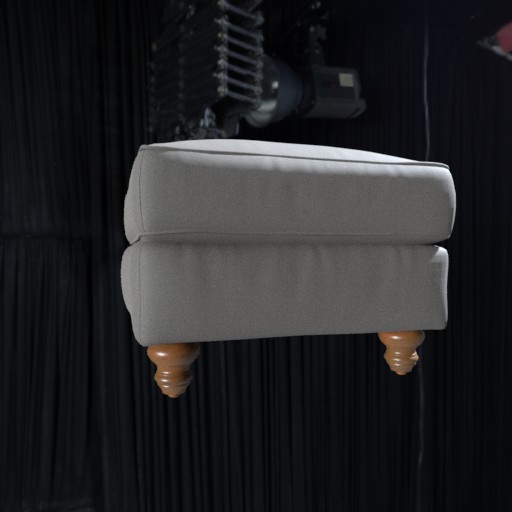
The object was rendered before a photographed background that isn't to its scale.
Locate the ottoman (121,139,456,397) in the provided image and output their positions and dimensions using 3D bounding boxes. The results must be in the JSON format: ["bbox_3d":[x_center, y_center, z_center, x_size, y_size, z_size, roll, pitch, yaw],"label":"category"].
[{"bbox_3d":[0.000,0.000,1.139,0.662,0.505,0.721,0,1,-18],"label":"ottoman"}]
